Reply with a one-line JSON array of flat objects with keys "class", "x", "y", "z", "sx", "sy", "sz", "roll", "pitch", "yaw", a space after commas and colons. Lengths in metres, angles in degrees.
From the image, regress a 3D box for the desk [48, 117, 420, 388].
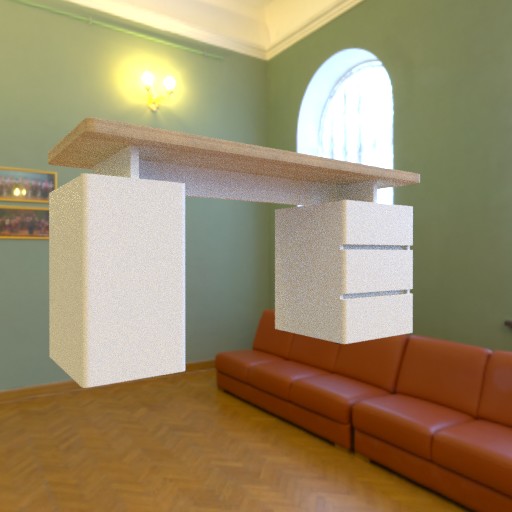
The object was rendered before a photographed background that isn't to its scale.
[{"class": "desk", "x": 0.000, "y": 0.000, "z": 1.844, "sx": 1.500, "sy": 0.755, "sz": 0.550, "roll": 0, "pitch": 0, "yaw": -35}]
